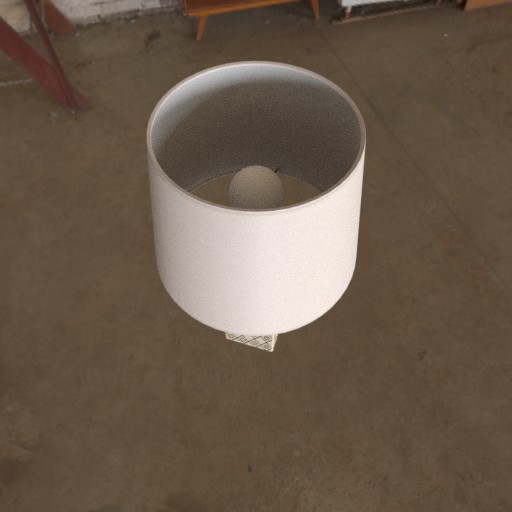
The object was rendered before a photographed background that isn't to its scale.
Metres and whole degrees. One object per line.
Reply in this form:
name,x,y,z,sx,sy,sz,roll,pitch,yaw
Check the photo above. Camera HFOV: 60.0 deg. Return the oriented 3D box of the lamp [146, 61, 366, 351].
lamp,0.000,0.000,0.586,0.251,0.435,0.251,0,57,0
